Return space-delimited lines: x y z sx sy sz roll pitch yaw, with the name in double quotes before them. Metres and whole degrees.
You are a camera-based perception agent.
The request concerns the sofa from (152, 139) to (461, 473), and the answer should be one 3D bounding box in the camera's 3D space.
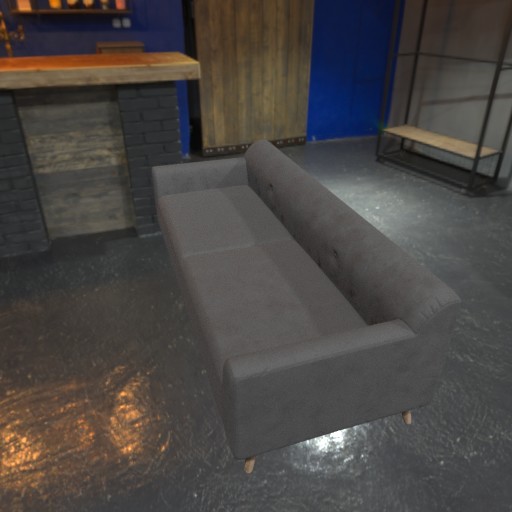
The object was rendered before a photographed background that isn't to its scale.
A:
"sofa" 0.000 0.000 2.575 0.900 0.740 2.190 -10 32 -16
